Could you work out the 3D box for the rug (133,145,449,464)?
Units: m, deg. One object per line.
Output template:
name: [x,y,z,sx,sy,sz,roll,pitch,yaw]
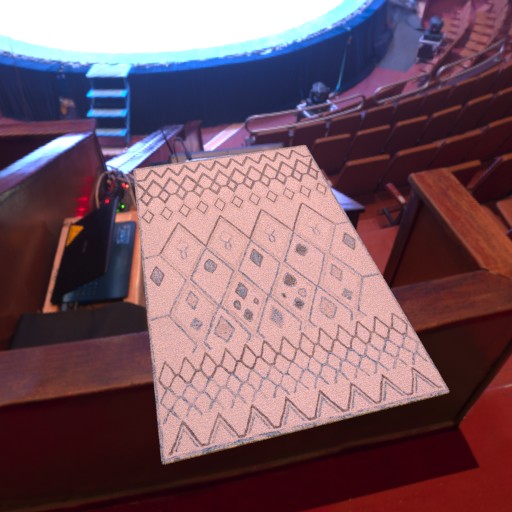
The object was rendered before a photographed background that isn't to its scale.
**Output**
rug: [0.000,0.000,3.043,1.524,0.015,2.439,-10,47,-9]
